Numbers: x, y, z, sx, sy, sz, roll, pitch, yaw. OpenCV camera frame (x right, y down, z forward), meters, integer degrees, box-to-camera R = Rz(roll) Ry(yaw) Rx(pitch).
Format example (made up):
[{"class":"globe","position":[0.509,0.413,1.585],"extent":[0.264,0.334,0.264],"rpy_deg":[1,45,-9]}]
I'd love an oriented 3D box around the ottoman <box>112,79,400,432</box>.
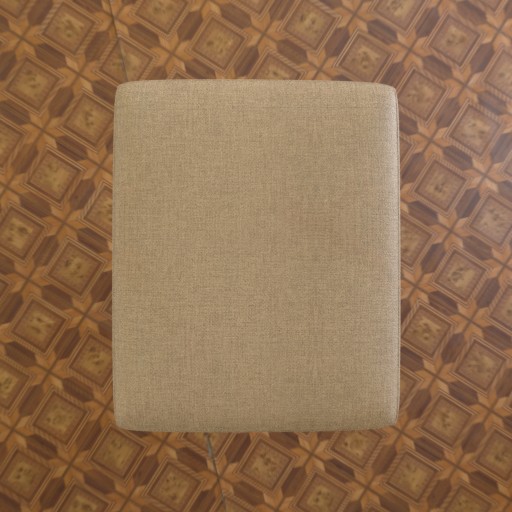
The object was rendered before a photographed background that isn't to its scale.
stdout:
[{"class":"ottoman","position":[0.000,0.000,1.200],"extent":[0.671,0.490,0.820],"rpy_deg":[0,90,-1]}]
